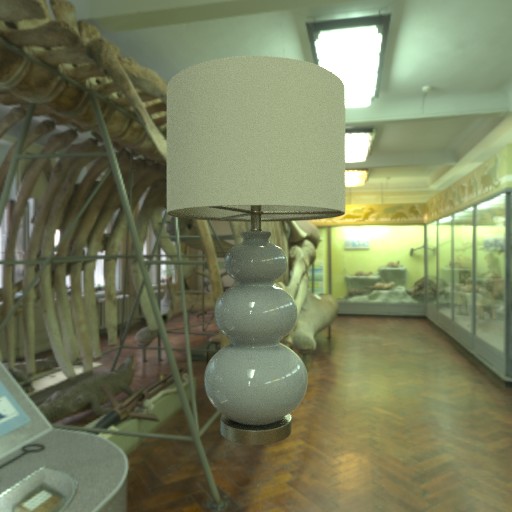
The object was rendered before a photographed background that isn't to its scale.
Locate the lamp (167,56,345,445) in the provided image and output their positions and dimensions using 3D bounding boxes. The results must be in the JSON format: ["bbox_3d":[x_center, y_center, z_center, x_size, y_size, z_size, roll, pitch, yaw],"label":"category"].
[{"bbox_3d":[0.000,0.000,0.930,0.367,0.730,0.367,0,0,-18],"label":"lamp"}]
